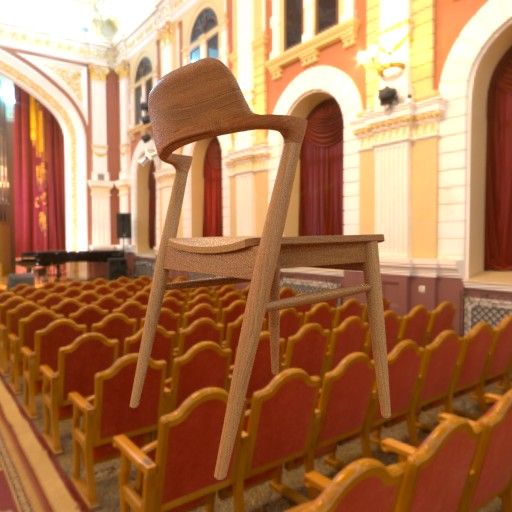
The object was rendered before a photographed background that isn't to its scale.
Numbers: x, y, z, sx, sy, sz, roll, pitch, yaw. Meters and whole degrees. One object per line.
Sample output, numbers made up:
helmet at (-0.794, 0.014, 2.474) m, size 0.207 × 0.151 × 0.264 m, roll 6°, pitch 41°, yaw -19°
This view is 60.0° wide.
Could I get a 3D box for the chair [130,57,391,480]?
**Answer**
chair at (0.000, 0.000, 1.113) m, size 0.499 × 0.792 × 0.512 m, roll -2°, pitch 3°, yaw -36°
